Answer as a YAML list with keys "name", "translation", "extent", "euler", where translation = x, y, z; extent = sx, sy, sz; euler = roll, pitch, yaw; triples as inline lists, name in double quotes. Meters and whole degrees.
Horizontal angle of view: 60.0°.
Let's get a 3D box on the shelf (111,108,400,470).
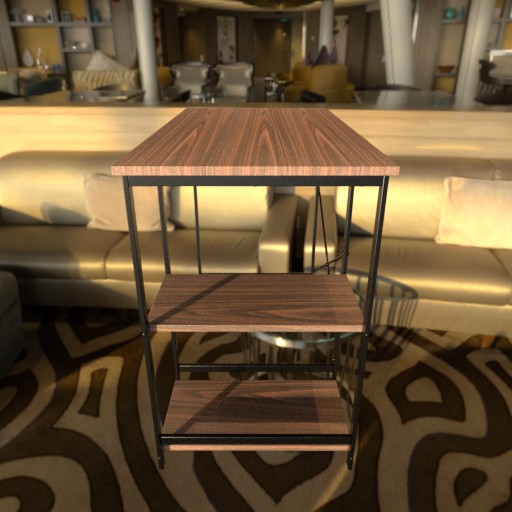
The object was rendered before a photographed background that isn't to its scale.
- name: "shelf"
  translation: [0.000, 0.000, 1.327]
  extent: [0.498, 0.750, 0.902]
  euler: [0, 25, 0]
